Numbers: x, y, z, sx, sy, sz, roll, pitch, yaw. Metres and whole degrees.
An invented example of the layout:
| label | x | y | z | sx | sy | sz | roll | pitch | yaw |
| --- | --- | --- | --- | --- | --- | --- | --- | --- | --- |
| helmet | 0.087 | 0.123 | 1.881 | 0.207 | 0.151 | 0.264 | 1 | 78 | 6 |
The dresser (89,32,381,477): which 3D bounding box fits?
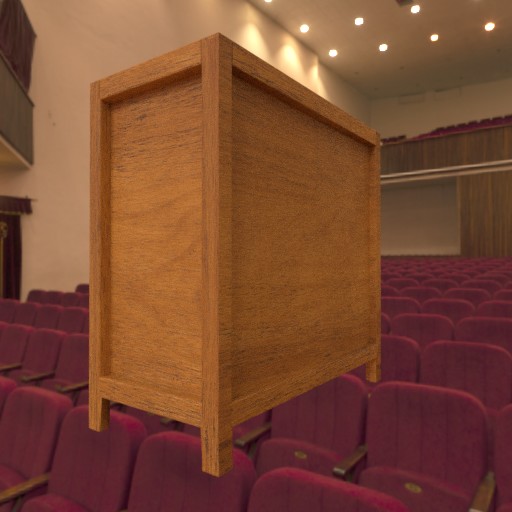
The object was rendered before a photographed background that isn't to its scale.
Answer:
| label | x | y | z | sx | sy | sz | roll | pitch | yaw |
| --- | --- | --- | --- | --- | --- | --- | --- | --- | --- |
| dresser | 0.000 | 0.000 | 1.245 | 0.427 | 0.804 | 0.804 | 0 | -1 | 36 |
